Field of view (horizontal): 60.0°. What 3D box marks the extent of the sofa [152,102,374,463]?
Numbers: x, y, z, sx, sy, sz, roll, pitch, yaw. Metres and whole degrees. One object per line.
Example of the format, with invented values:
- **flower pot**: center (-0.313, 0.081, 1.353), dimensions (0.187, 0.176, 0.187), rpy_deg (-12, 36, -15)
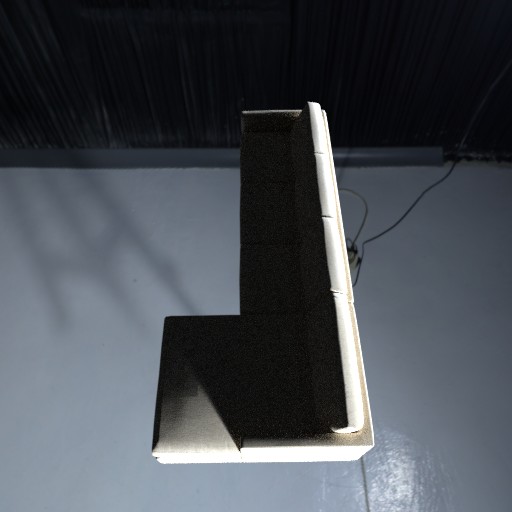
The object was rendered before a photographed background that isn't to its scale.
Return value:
- **sofa**: center (0.000, 0.000, 4.163), dimensions (1.603, 0.954, 3.471), rpy_deg (-1, 58, 0)
